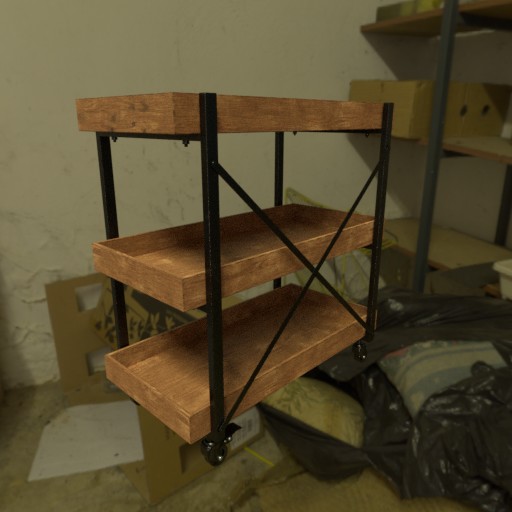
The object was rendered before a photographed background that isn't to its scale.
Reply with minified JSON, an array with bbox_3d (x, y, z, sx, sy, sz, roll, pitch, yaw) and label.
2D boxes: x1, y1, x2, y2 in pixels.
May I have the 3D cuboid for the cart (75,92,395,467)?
[{"bbox_3d":[0.000,0.000,1.214,0.411,0.800,0.750,16,23,42],"label":"cart"}]
